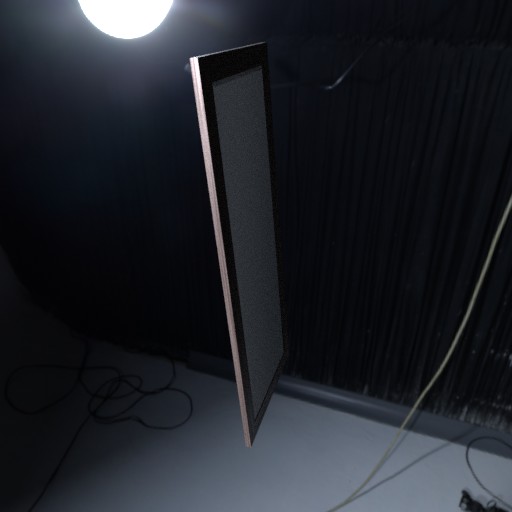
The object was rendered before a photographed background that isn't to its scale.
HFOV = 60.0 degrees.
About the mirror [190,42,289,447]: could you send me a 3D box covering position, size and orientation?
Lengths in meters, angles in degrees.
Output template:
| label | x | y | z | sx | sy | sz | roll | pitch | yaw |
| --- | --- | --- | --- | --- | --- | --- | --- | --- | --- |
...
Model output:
| label | x | y | z | sx | sy | sz | roll | pitch | yaw |
| --- | --- | --- | --- | --- | --- | --- | --- | --- | --- |
| mirror | 0.000 | 0.000 | 2.379 | 0.221 | 2.020 | 0.812 | 10 | 31 | 16 |
